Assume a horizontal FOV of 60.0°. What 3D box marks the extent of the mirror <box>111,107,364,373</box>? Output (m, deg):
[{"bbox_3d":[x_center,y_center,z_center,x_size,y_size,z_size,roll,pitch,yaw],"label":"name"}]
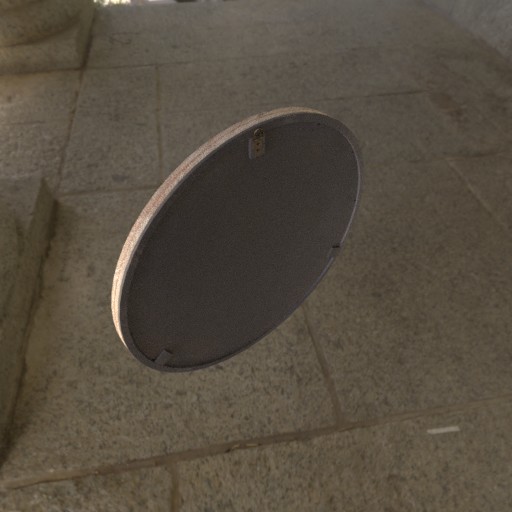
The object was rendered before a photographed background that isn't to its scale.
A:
[{"bbox_3d":[0.000,0.000,1.057,0.710,0.710,0.038,-31,54,-25],"label":"mirror"}]
